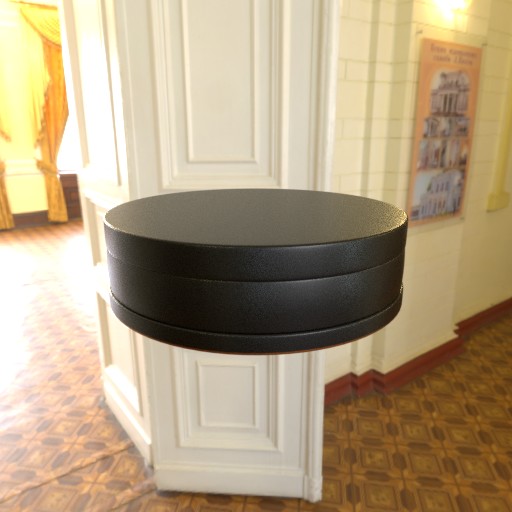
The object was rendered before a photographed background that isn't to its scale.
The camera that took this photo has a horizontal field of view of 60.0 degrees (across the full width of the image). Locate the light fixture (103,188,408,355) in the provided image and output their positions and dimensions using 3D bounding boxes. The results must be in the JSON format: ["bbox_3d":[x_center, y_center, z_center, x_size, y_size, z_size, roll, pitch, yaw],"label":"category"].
[{"bbox_3d":[0.000,0.000,0.442,0.283,0.097,0.283,0,16,0],"label":"light fixture"}]
